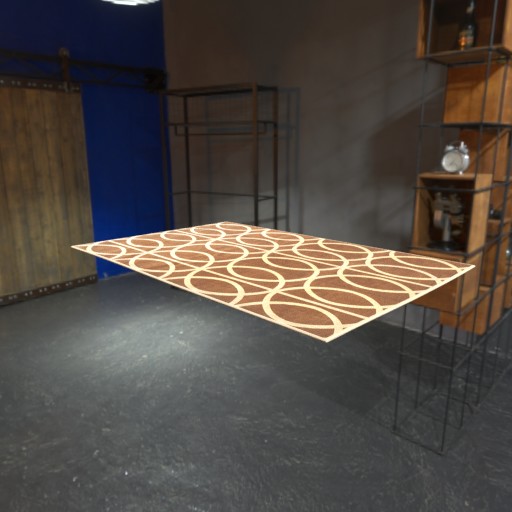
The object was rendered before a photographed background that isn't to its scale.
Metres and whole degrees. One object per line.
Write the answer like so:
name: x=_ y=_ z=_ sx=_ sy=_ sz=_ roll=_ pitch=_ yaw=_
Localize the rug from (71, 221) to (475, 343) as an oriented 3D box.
rug: x=0.000 y=0.000 z=2.961 sx=2.294 sy=0.014 sz=1.528 roll=14 pitch=19 yaw=43
